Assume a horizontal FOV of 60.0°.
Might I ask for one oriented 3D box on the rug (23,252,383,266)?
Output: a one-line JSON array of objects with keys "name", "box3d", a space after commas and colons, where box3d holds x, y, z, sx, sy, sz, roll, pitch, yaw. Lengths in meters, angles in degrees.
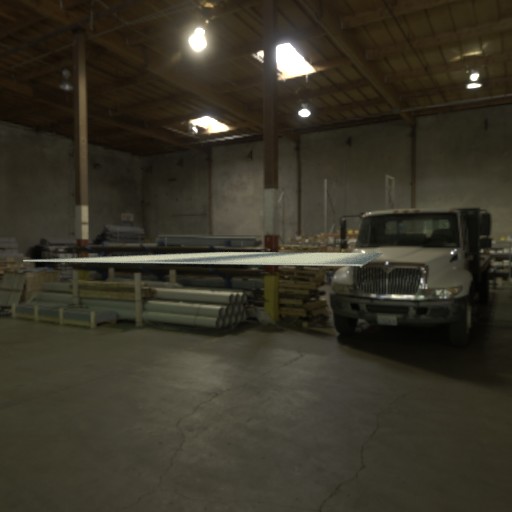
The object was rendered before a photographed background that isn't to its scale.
[{"name": "rug", "box3d": [0.000, 0.000, 2.337, 1.234, 0.006, 1.854, 0, 2, 18]}]
